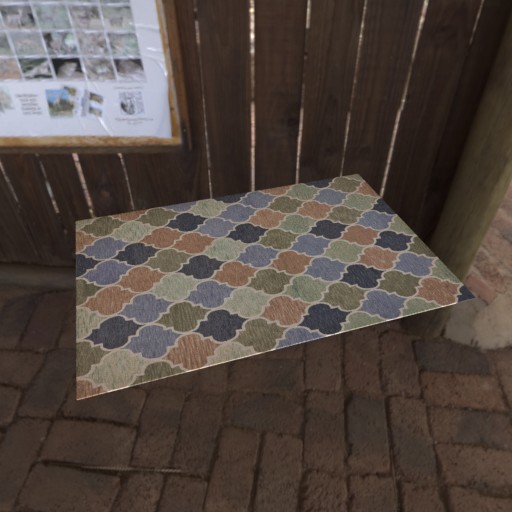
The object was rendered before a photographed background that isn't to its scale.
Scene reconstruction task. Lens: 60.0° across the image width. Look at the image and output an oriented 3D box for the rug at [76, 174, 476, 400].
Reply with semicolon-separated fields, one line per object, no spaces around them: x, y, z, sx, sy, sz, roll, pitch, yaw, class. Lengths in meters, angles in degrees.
0.000;0.000;2.947;2.284;0.006;1.521;-11;42;-13;rug
